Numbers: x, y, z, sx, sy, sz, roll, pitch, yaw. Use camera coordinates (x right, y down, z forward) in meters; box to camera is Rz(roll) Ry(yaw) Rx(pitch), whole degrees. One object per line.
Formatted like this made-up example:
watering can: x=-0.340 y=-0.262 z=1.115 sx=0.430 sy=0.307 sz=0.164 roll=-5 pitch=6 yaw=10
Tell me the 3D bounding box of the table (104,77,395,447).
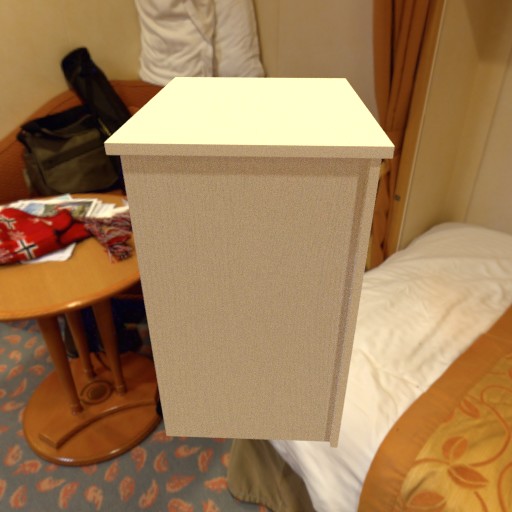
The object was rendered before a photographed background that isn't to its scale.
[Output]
table: x=0.000 y=0.000 z=0.947 sx=0.381 sy=0.635 sz=0.480 roll=1 pitch=32 yaw=2
